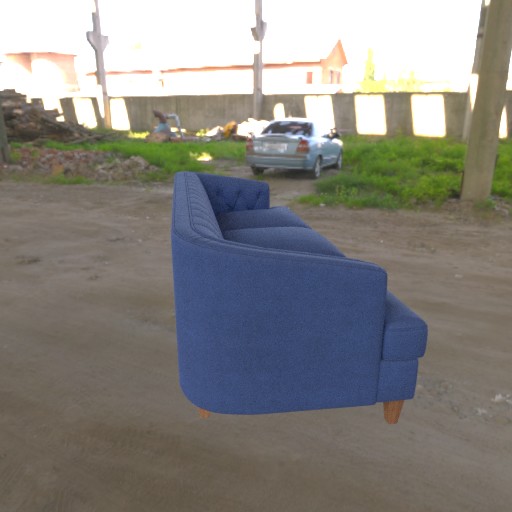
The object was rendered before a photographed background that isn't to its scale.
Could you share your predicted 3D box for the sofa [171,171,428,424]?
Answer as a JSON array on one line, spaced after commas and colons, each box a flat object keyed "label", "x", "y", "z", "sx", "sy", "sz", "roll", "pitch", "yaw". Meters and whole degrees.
[{"label": "sofa", "x": 0.000, "y": 0.000, "z": 2.587, "sx": 0.914, "sy": 0.787, "sz": 2.235, "roll": -3, "pitch": 18, "yaw": -9}]
